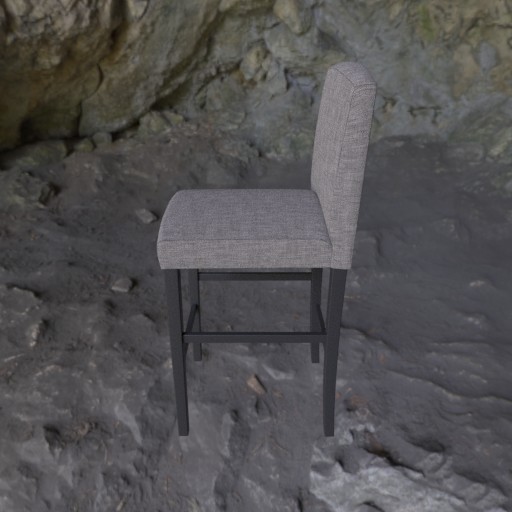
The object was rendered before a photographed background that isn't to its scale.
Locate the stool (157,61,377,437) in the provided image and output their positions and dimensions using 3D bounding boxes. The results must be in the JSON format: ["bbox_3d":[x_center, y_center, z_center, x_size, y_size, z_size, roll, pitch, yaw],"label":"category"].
[{"bbox_3d":[0.000,0.000,1.417,0.552,1.138,0.451,0,25,0],"label":"stool"}]
